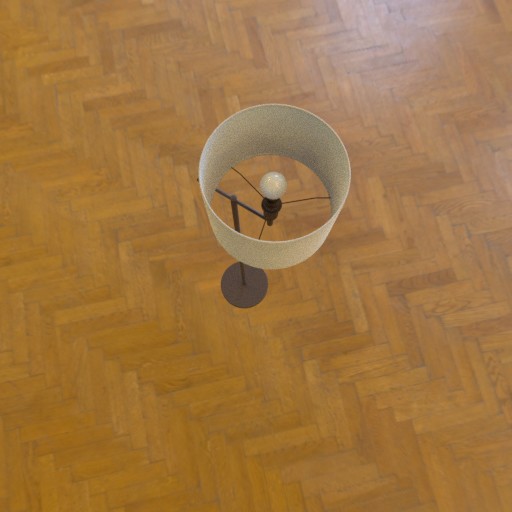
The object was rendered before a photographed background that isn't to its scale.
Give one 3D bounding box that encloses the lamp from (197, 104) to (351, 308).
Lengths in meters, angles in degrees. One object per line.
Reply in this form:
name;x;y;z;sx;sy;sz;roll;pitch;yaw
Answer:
lamp;0.000;0.000;1.717;0.416;1.600;0.324;30;77;8
